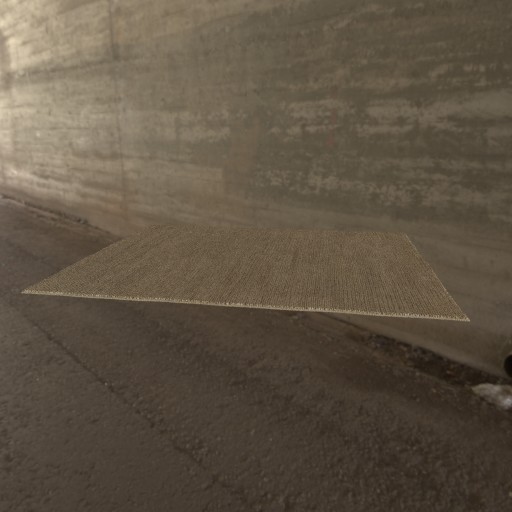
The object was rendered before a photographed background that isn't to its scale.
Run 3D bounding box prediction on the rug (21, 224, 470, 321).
[{"bbox_3d":[0.000,0.000,4.102,3.052,0.030,2.429,3,16,9],"label":"rug"}]
